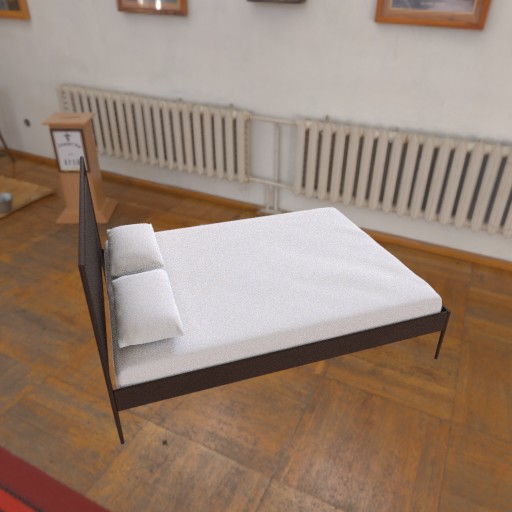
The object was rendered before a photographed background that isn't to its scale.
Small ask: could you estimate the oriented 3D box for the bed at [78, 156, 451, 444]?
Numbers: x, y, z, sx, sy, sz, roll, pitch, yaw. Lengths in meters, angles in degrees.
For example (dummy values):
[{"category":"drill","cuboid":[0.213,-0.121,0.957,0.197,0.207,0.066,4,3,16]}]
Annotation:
[{"category":"bed","cuboid":[0.000,0.000,3.104,2.122,1.173,1.572,-10,32,-16]}]
